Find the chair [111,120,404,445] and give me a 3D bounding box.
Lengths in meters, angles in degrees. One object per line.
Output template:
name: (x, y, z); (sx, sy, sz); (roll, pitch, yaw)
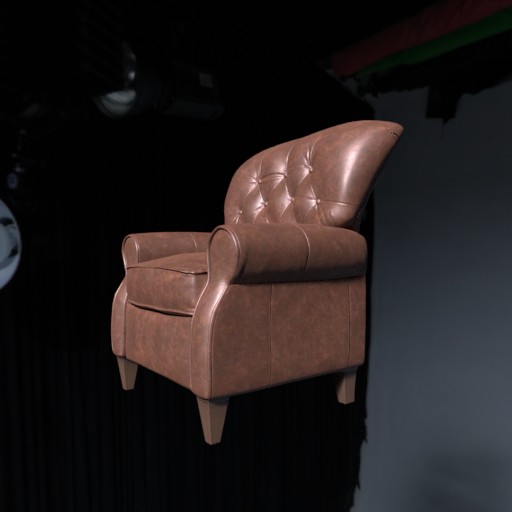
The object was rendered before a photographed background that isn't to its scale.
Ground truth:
chair: (0.000, 0.000, 1.926); (1.031, 1.162, 0.979); (0, 0, -37)
